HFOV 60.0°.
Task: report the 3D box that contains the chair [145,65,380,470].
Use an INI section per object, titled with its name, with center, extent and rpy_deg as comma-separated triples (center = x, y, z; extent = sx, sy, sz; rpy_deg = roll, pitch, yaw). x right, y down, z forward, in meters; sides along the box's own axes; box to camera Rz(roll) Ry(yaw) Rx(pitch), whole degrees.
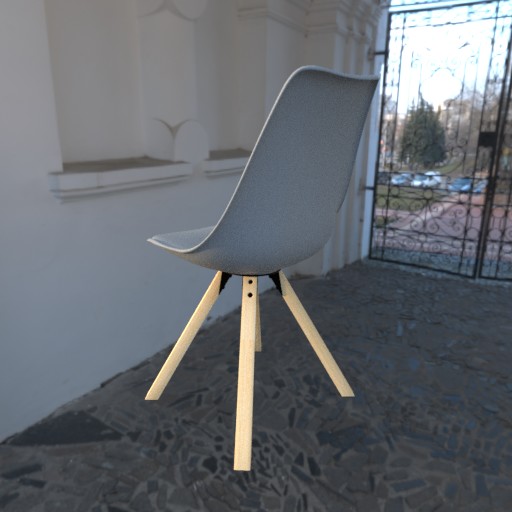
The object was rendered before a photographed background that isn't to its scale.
[chair]
center = 0.000, 0.000, 1.150
extent = 0.485, 0.850, 0.549
rpy_deg = -15, 21, -42
